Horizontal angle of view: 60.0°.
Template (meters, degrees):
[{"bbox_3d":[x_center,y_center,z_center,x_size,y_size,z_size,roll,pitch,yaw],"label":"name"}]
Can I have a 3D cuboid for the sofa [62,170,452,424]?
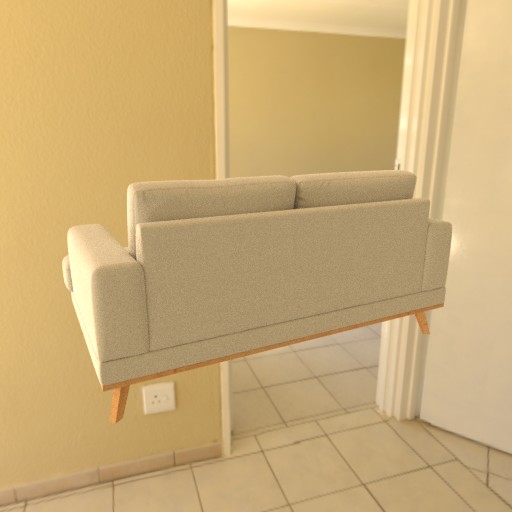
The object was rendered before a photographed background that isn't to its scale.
[{"bbox_3d":[0.000,0.000,2.112,1.651,0.810,0.915,-8,17,-26],"label":"sofa"}]
